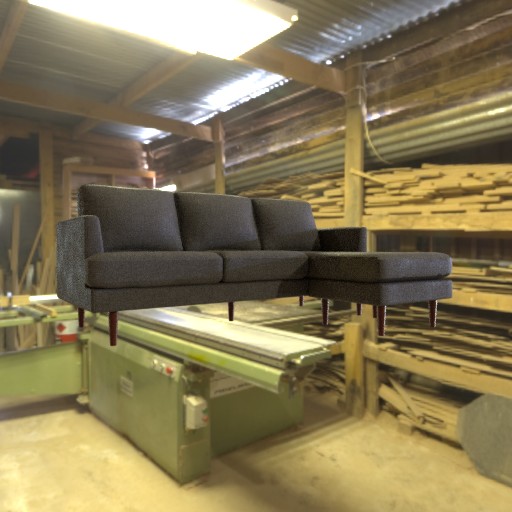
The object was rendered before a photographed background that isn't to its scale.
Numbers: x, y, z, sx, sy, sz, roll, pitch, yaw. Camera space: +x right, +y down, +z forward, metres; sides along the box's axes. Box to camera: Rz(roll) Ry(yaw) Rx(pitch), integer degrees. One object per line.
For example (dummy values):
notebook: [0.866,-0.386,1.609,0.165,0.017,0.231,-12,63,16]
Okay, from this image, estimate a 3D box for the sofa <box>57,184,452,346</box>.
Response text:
sofa: [0.000,0.000,2.973,2.233,0.956,1.504,-1,1,-35]
